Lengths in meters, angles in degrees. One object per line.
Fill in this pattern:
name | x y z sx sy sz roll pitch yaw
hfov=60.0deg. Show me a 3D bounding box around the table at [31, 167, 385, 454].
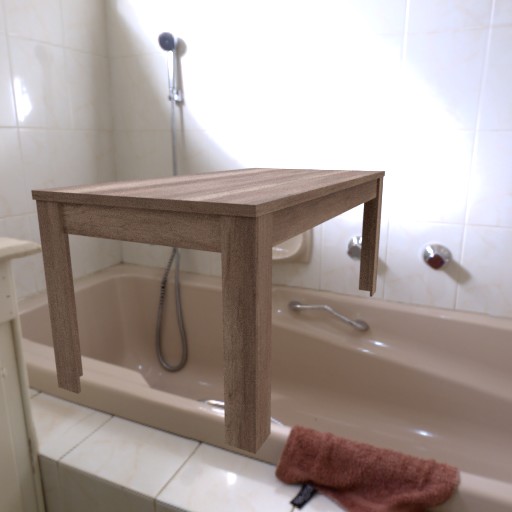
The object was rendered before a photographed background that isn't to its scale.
table | 0.000 0.000 2.269 0.900 0.790 1.800 7 16 26
